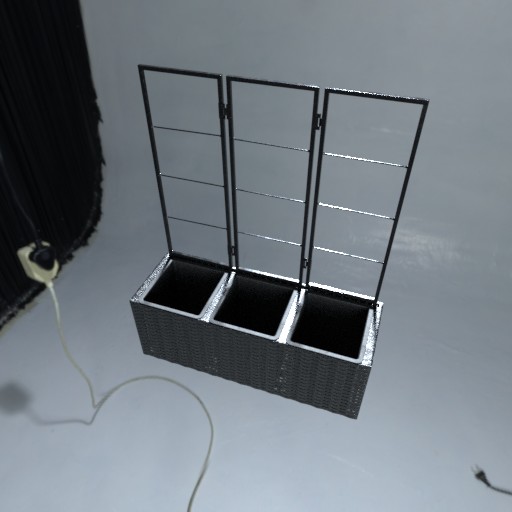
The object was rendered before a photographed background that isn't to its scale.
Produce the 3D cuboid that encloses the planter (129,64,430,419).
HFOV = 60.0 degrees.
[{"bbox_3d":[0.000,0.000,1.168,0.698,0.841,0.244,13,42,15],"label":"planter"}]
